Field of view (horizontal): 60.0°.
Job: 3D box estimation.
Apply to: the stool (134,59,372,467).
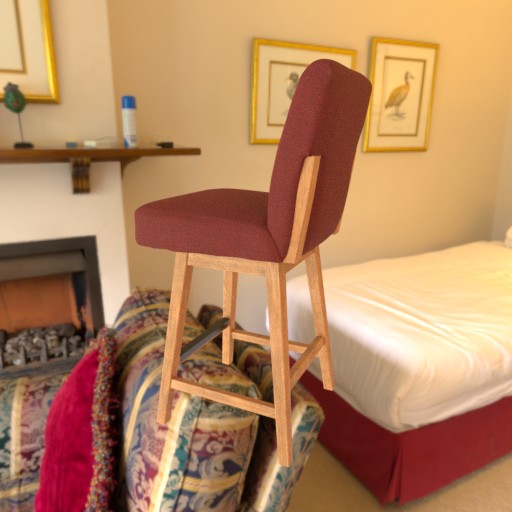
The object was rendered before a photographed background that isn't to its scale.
[{"bbox_3d":[0.000,0.000,1.348,0.562,1.038,0.468,7,17,25],"label":"stool"}]
